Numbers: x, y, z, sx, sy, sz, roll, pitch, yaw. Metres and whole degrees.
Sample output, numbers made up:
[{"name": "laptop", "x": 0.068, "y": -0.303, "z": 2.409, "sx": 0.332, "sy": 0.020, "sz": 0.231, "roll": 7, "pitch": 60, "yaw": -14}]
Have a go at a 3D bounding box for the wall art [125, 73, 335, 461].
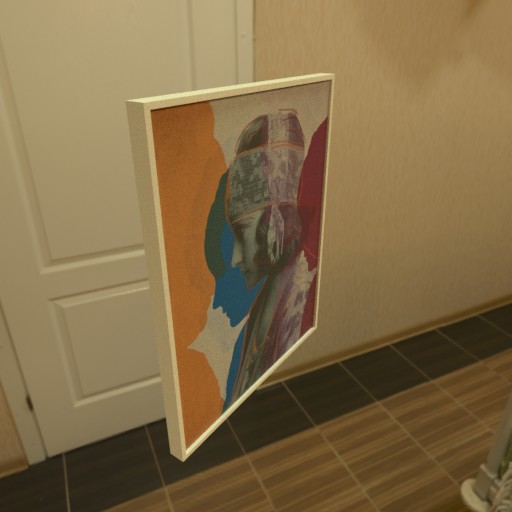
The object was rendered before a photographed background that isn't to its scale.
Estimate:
[{"name": "wall art", "x": 0.000, "y": 0.000, "z": 0.755, "sx": 0.030, "sy": 0.549, "sz": 0.443, "roll": 18, "pitch": 32, "yaw": 31}]
